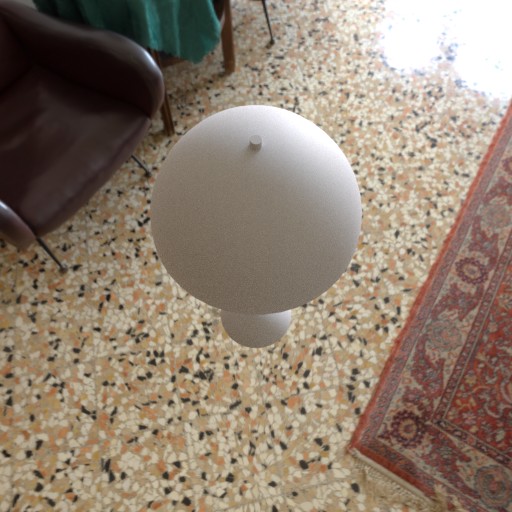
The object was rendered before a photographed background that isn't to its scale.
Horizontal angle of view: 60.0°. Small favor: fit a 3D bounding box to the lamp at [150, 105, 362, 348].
[{"bbox_3d":[0.000,0.000,0.431,0.171,0.330,0.171,0,63,0],"label":"lamp"}]
